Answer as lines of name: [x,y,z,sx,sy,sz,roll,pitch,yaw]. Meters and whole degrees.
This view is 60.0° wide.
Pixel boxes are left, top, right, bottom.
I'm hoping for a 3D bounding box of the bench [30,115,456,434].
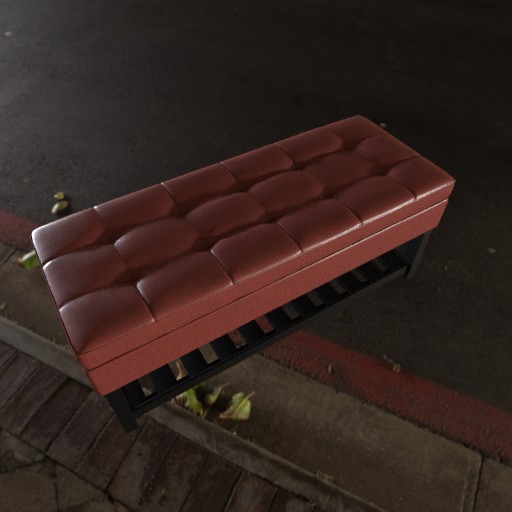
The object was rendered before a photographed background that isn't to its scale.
bench: [0.000,0.000,1.348,1.105,0.460,0.432,-24,52,-21]
